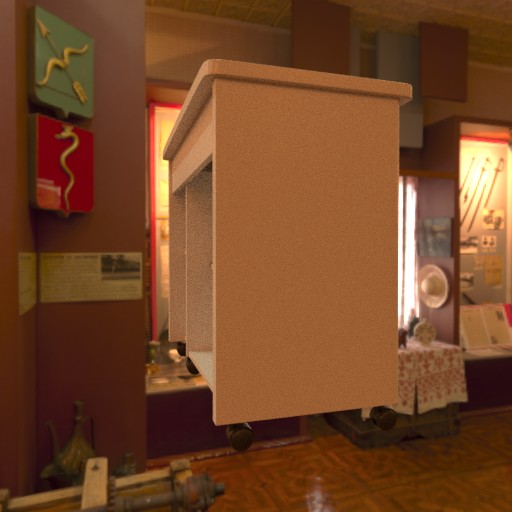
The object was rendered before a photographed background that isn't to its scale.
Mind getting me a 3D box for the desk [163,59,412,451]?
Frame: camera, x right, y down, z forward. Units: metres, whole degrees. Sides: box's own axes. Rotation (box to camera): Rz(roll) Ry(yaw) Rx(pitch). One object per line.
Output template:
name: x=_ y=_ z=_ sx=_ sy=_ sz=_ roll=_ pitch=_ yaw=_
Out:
desk: x=0.000 y=0.000 z=1.326 sx=0.475 sy=0.763 sz=0.877 roll=0 pitch=1 yaw=-17
